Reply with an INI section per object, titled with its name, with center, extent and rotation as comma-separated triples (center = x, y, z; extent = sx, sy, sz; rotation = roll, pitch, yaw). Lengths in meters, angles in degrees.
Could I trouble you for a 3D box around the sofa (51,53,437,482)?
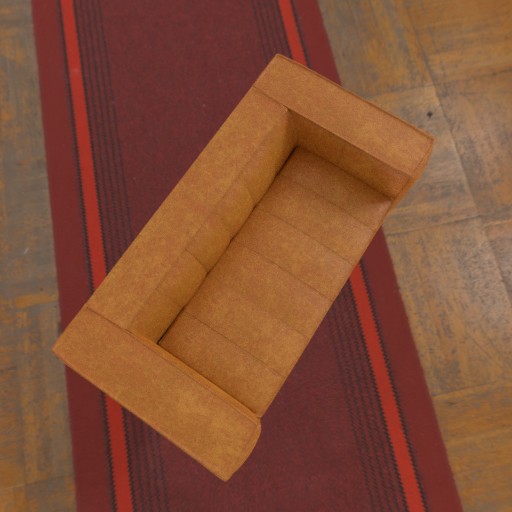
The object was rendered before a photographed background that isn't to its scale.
[sofa]
center = 0.000, 0.000, 2.594
extent = 1.102, 0.703, 2.088
rotation = 32, 77, 8
